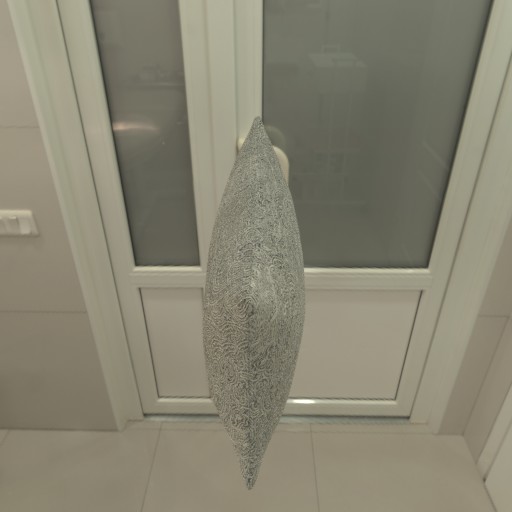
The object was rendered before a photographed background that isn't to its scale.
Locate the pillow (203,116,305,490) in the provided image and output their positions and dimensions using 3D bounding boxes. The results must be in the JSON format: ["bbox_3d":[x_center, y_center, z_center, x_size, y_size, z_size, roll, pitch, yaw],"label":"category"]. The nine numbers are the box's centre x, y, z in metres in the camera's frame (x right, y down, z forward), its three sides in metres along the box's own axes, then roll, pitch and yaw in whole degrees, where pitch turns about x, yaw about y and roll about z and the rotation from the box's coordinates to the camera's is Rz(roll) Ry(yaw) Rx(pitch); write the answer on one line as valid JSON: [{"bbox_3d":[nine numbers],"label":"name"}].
[{"bbox_3d":[0.000,0.000,0.725,0.151,0.295,0.615,0,32,1],"label":"pillow"}]
